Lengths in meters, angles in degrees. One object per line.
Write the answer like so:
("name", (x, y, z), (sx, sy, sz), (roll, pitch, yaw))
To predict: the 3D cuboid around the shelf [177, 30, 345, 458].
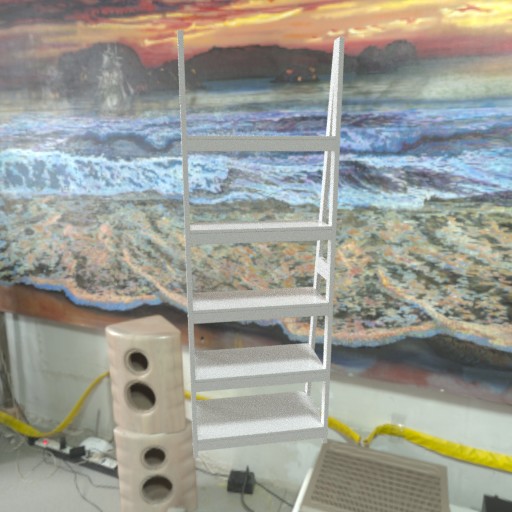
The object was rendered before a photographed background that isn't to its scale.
("shelf", (0.000, 0.000, 2.017), (0.636, 1.779, 0.341), (-2, 14, -9))
